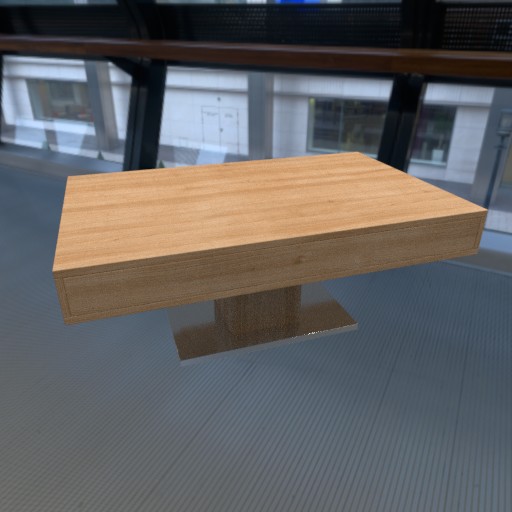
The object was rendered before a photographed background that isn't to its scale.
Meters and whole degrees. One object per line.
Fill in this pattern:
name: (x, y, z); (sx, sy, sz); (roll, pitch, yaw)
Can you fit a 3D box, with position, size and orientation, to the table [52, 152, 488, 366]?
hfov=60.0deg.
table: (0.000, 0.000, 1.446); (1.100, 0.440, 0.700); (-8, 28, -16)
